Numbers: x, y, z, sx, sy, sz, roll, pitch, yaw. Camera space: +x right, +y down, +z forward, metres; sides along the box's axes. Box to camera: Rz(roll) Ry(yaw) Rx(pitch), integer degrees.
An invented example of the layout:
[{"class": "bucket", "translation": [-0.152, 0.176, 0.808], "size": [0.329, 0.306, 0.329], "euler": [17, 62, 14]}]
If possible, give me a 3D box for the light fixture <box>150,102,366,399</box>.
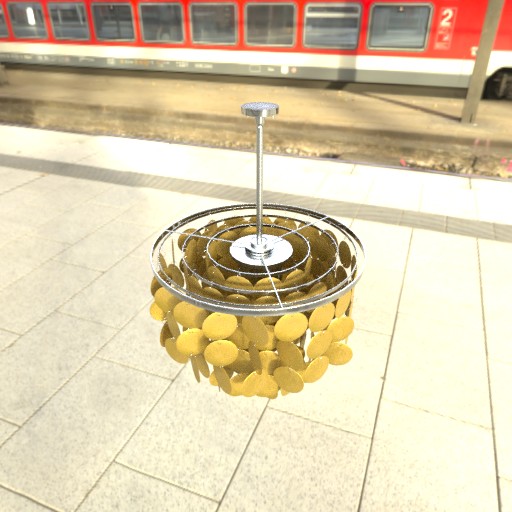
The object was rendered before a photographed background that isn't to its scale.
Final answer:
[{"class": "light fixture", "translation": [0.000, 0.000, 0.751], "size": [0.368, 0.492, 0.368], "euler": [0, 30, 0]}]
